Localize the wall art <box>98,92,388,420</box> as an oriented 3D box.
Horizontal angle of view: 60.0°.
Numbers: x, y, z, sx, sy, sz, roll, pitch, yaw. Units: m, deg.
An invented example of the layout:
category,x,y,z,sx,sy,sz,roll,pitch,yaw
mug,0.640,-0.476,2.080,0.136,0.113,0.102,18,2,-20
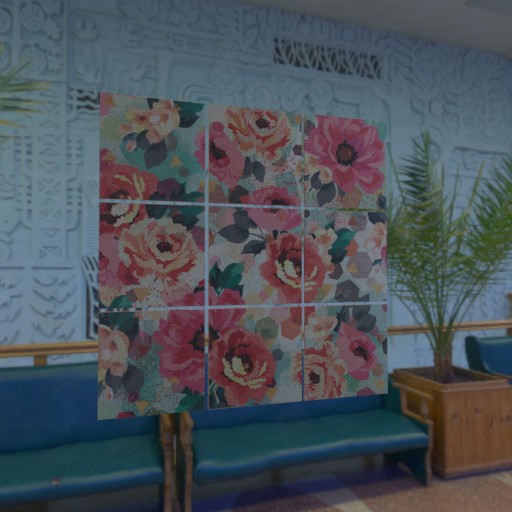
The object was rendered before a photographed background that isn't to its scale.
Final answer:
category,x,y,z,sx,sy,sz,roll,pitch,yaw
wall art,0.000,0.000,2.273,1.521,1.519,0.013,0,-1,-16
